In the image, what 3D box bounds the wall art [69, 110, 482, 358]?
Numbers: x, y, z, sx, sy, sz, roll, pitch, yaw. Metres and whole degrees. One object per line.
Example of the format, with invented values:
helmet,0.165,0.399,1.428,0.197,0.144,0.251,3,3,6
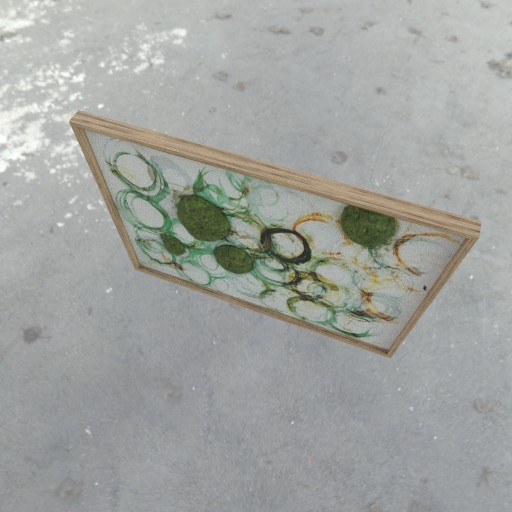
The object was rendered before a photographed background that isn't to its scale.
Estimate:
wall art,0.000,0.000,1.116,0.841,0.609,0.063,18,59,11
